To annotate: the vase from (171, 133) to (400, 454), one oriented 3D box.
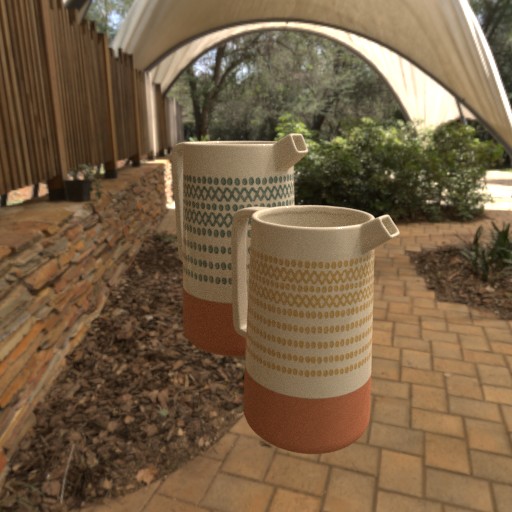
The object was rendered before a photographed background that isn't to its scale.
[{"bbox_3d":[0.000,0.000,0.465,0.168,0.247,0.326,-3,16,-9],"label":"vase"}]
